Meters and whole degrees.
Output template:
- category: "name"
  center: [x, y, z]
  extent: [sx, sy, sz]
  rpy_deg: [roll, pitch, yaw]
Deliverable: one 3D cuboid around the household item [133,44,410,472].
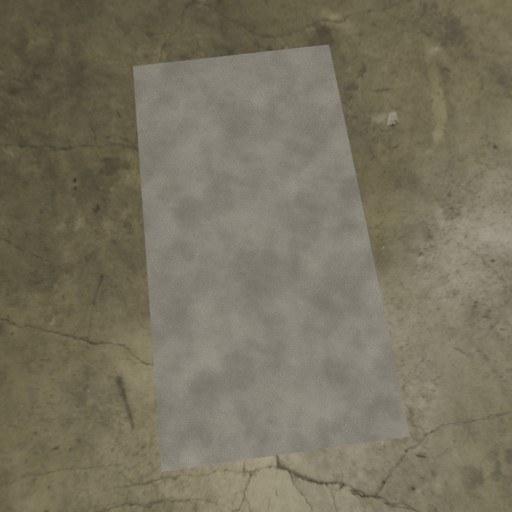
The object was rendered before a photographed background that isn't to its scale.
- category: "household item"
  center: [0.000, 0.000, 2.066]
  extent: [0.850, 0.755, 1.600]
  rpy_deg: [-7, 75, -2]
